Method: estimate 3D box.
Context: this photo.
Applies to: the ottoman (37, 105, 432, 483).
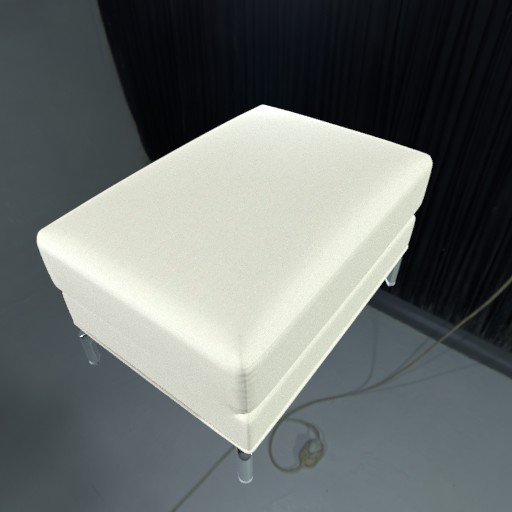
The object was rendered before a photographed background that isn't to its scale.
[{"bbox_3d":[0.000,0.000,1.183,0.581,0.497,0.835,26,48,27],"label":"ottoman"}]
